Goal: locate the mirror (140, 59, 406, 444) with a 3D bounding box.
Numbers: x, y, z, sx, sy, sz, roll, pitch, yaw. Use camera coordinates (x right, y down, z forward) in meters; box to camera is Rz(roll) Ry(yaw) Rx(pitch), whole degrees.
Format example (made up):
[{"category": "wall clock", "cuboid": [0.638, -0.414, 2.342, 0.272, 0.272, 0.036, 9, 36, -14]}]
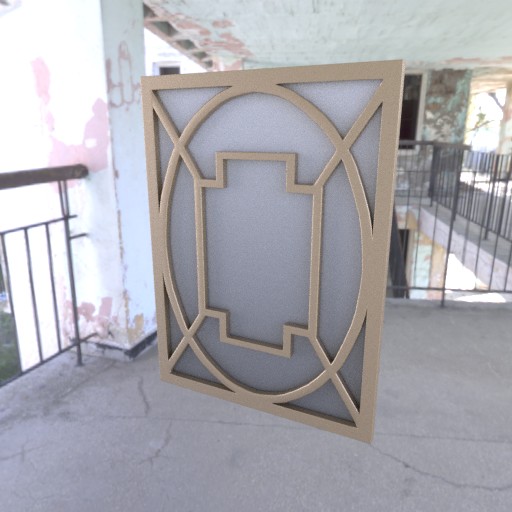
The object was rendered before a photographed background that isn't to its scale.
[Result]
[{"category": "mirror", "cuboid": [0.000, 0.000, 1.311, 0.756, 1.023, 0.032, 8, 18, 25]}]
